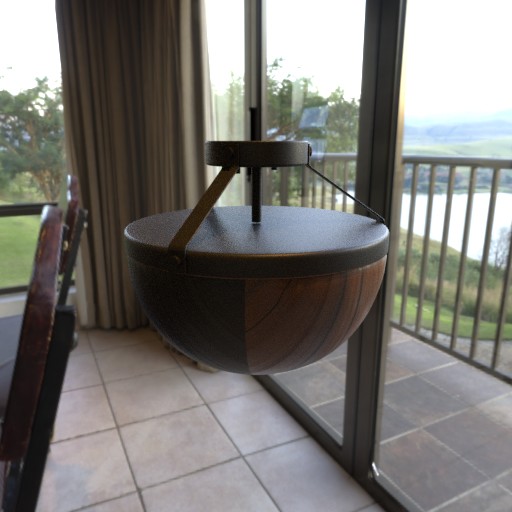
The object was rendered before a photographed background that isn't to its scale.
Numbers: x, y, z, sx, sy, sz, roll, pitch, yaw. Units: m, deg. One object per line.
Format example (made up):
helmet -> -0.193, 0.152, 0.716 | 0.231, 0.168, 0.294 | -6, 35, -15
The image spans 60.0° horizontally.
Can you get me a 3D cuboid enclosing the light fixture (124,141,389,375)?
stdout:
light fixture -> 0.000, 0.000, 0.536 | 0.304, 0.269, 0.304 | 0, 14, 0
